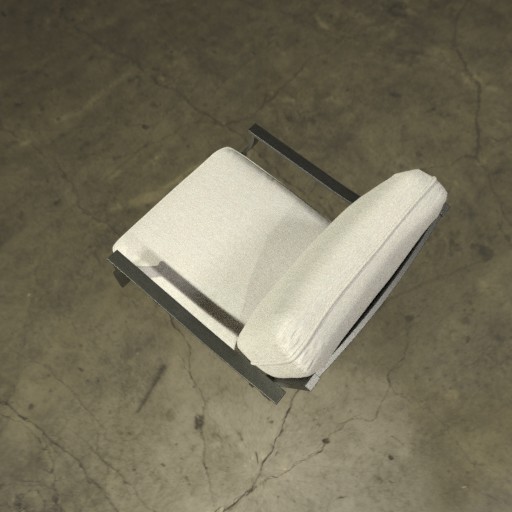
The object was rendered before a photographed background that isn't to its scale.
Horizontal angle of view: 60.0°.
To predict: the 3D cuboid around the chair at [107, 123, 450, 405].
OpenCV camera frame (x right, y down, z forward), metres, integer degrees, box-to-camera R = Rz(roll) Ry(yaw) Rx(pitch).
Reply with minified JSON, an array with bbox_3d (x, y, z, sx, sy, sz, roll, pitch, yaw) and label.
[{"bbox_3d":[0.000,0.000,1.398,0.787,0.860,0.650,37,69,16],"label":"chair"}]
